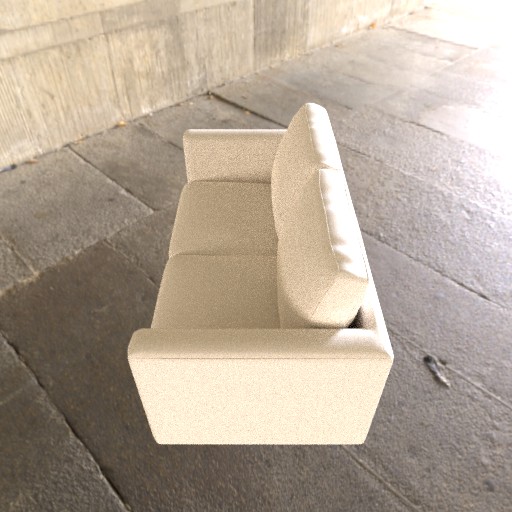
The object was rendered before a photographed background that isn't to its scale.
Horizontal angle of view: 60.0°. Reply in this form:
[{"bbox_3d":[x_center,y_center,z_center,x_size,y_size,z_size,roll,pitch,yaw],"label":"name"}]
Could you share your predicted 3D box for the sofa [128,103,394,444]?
[{"bbox_3d":[0.000,0.000,1.939,0.796,0.908,1.430,0,42,0],"label":"sofa"}]
